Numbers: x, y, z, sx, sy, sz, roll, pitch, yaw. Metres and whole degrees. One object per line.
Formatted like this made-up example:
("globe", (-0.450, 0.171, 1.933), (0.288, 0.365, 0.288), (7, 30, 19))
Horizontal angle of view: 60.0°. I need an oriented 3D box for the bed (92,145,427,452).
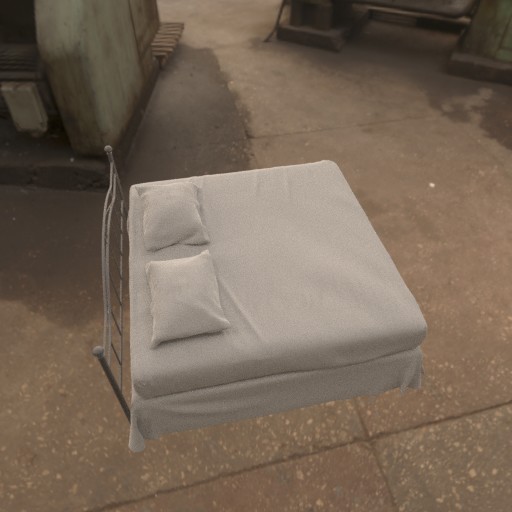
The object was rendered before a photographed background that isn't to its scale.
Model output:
("bed", (0.000, 0.000, 3.548), (2.220, 1.080, 2.309), (-8, 47, -8))
